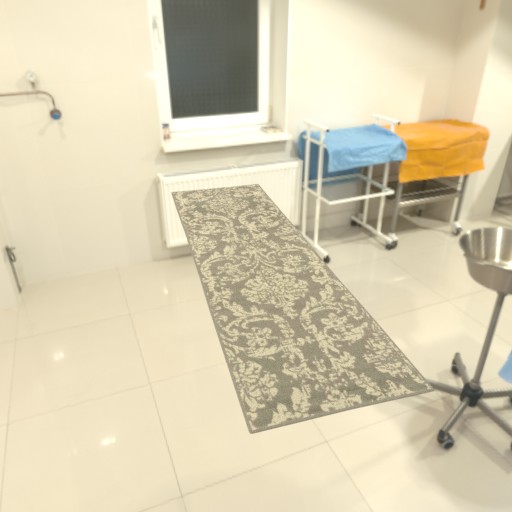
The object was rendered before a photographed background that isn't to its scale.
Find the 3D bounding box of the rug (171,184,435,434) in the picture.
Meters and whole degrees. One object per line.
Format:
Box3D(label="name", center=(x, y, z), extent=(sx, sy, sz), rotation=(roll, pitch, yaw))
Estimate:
Box3D(label="rug", center=(0.000, 0.000, 2.375), extent=(0.662, 0.011, 2.196), rotation=(-8, 30, -14))
